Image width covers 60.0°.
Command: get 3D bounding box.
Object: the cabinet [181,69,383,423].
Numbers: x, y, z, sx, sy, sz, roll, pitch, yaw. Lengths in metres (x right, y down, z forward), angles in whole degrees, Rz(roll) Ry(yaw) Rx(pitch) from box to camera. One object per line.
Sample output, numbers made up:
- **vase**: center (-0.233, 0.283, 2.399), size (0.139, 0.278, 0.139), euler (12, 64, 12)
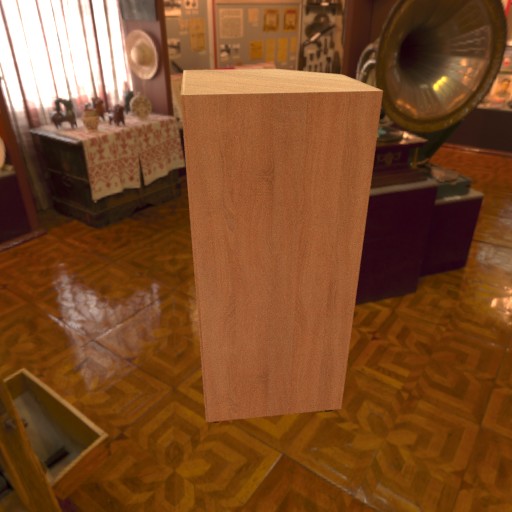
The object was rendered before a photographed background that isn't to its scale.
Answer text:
- **cabinet**: center (0.000, 0.000, 2.865), size (1.327, 2.120, 1.094), euler (21, 35, 32)
